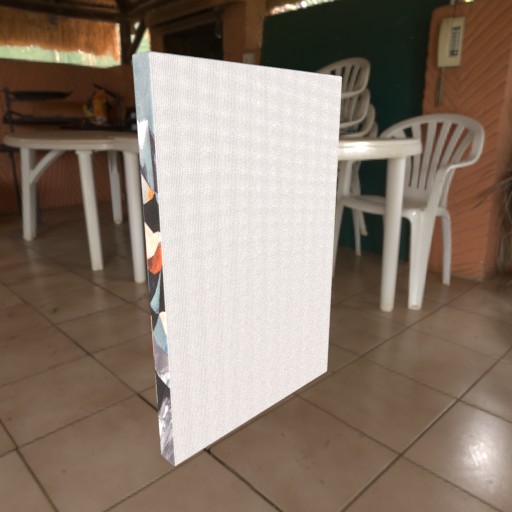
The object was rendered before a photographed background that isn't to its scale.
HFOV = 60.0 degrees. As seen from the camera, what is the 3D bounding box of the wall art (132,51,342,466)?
[{"bbox_3d":[0.000,0.000,1.154,0.609,0.911,0.061,-16,23,-43],"label":"wall art"}]
